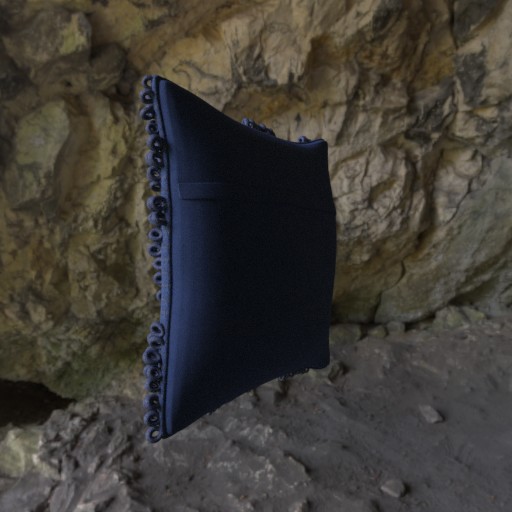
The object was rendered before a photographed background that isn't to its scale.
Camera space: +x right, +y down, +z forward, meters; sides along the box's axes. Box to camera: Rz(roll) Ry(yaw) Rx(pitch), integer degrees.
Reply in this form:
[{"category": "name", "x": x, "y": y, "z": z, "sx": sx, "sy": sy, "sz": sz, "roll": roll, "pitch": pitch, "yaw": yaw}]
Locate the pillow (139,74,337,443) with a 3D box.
[{"category": "pillow", "x": 0.000, "y": 0.000, "z": 0.733, "sx": 0.172, "sy": 0.466, "sz": 0.469, "roll": 1, "pitch": 1, "yaw": 36}]
